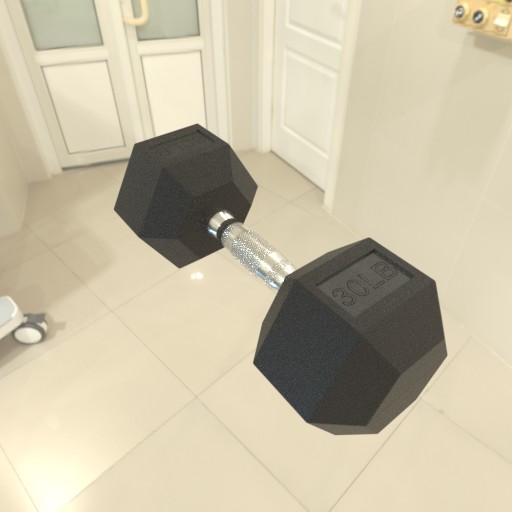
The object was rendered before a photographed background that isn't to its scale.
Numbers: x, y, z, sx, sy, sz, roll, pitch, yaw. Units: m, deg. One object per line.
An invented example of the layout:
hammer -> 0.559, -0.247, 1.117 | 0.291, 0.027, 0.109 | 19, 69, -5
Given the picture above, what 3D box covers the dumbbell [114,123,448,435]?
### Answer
dumbbell -> 0.000, 0.000, 0.397 | 0.142, 0.123, 0.337 | -27, 49, -27
